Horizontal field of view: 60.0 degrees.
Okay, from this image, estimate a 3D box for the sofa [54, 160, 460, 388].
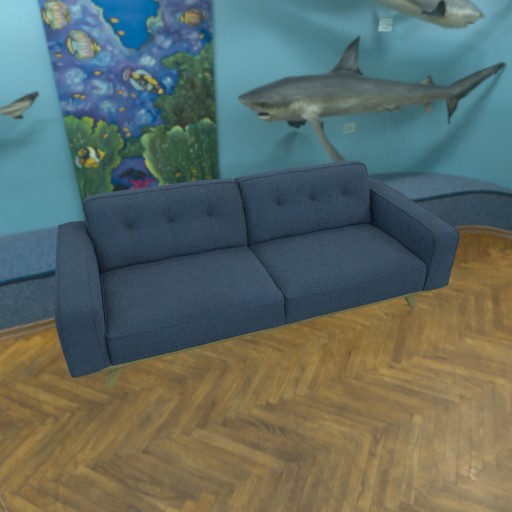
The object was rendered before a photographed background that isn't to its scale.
[{"bbox_3d":[0.000,0.000,2.743,2.270,0.782,0.953,-11,33,-17],"label":"sofa"}]
